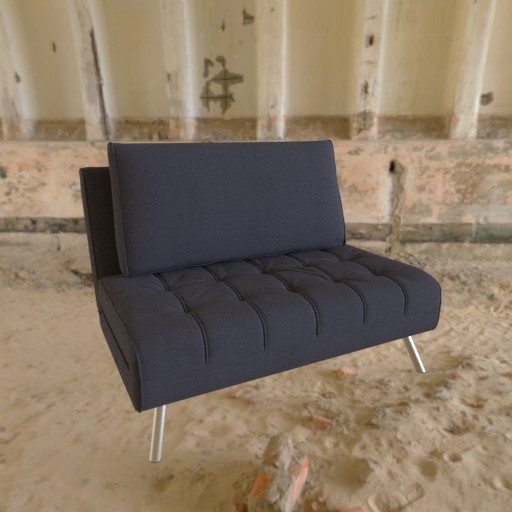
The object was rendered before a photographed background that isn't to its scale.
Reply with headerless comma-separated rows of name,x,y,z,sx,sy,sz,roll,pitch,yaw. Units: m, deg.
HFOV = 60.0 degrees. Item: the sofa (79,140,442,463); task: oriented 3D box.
sofa,0.000,0.000,1.822,1.220,0.910,0.910,-8,18,-26
